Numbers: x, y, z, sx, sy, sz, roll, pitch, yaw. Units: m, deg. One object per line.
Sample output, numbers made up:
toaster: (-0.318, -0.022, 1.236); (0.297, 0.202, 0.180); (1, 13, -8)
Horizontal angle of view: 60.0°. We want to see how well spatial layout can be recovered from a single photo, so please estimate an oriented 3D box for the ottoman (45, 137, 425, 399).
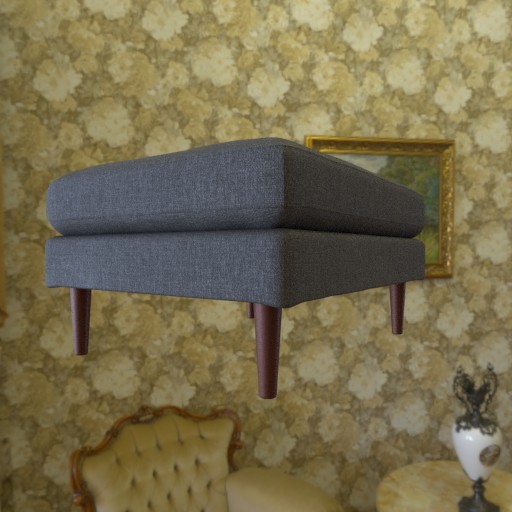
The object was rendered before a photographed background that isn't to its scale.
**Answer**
ottoman: (0.000, 0.000, 1.202); (0.693, 0.474, 0.821); (0, 1, 35)
